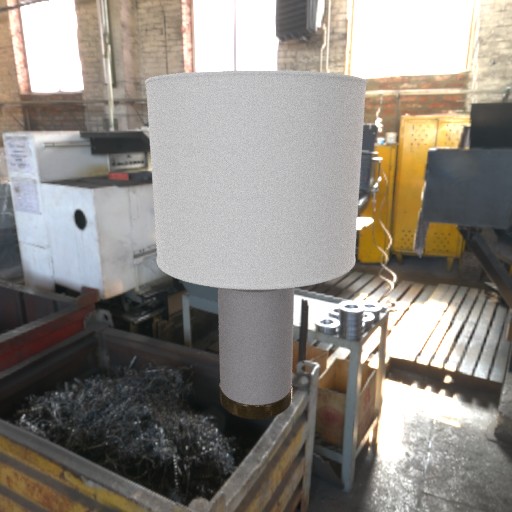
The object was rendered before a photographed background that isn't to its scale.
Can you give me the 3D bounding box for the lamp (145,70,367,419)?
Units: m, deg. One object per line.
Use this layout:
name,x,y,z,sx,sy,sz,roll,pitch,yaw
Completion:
lamp,0.000,0.000,0.522,0.229,0.380,0.229,0,16,0
